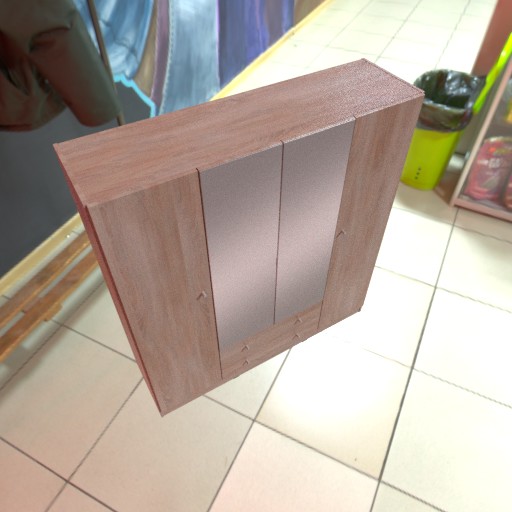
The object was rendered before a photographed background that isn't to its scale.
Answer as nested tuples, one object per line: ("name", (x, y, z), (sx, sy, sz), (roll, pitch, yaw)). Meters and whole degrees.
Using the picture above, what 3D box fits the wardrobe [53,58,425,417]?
("wardrobe", (0.000, 0.000, 3.163), (1.998, 2.159, 0.598), (-23, 51, -20))
